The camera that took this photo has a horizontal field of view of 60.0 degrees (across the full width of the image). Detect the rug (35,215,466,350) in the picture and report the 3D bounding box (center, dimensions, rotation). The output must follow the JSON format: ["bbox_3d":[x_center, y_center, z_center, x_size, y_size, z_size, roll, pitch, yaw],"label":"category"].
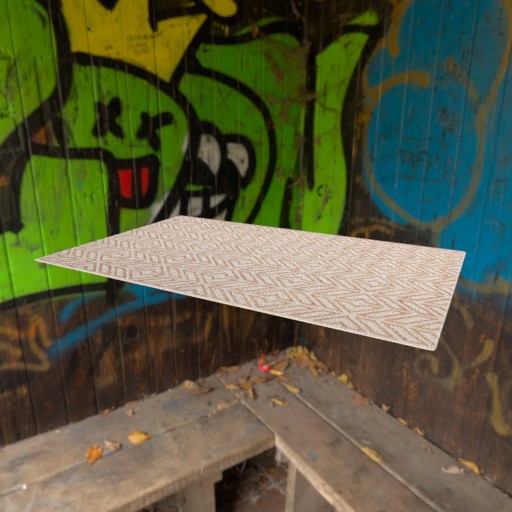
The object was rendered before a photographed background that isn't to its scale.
[{"bbox_3d":[0.000,0.000,2.941,2.438,0.008,1.523,9,20,27],"label":"rug"}]
